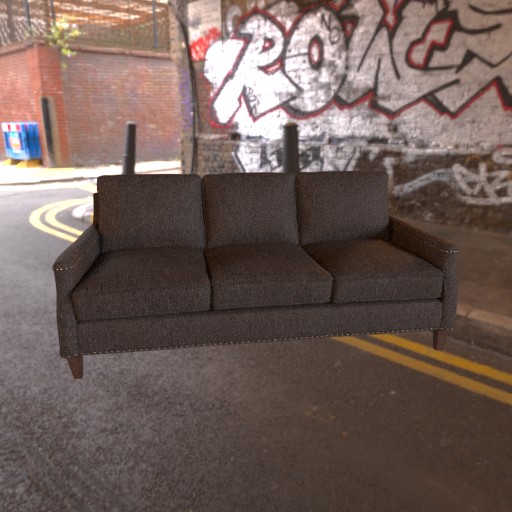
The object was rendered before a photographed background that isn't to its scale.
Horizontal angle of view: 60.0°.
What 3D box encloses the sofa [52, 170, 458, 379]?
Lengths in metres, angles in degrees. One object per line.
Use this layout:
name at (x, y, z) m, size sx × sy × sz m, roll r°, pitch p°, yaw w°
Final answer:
sofa at (0.000, 0.000, 2.868) m, size 2.246 × 1.003 × 1.084 m, roll -2°, pitch 17°, yaw -8°
